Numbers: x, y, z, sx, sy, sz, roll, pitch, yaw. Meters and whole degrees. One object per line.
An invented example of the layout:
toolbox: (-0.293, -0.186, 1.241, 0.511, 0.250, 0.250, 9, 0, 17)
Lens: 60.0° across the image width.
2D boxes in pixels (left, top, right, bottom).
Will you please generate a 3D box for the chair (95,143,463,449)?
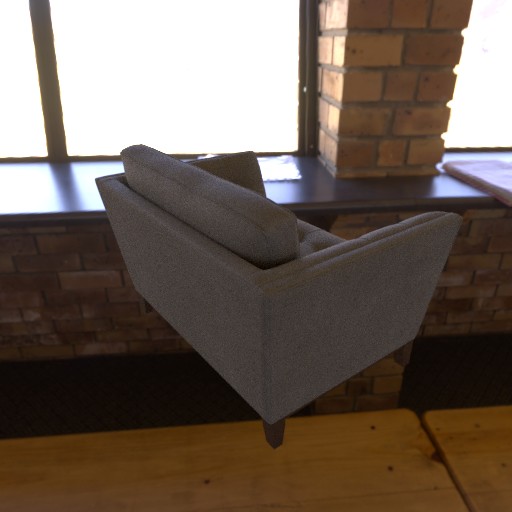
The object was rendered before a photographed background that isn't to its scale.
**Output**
chair: (0.000, 0.000, 2.081, 0.965, 0.942, 1.396, -18, 32, -33)
